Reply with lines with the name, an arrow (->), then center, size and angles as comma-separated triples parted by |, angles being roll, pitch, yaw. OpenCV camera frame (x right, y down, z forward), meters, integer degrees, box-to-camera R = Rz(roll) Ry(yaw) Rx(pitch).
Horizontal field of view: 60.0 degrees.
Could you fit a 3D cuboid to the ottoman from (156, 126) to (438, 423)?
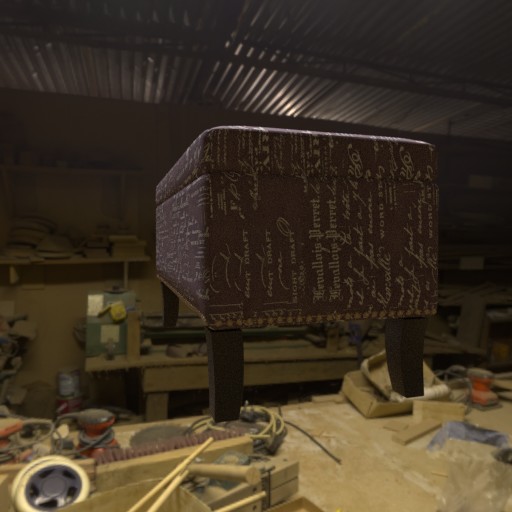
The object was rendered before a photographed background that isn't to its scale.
ottoman -> 0.000, 0.000, 1.064 | 0.406, 0.457, 0.813 | -1, 3, -18
